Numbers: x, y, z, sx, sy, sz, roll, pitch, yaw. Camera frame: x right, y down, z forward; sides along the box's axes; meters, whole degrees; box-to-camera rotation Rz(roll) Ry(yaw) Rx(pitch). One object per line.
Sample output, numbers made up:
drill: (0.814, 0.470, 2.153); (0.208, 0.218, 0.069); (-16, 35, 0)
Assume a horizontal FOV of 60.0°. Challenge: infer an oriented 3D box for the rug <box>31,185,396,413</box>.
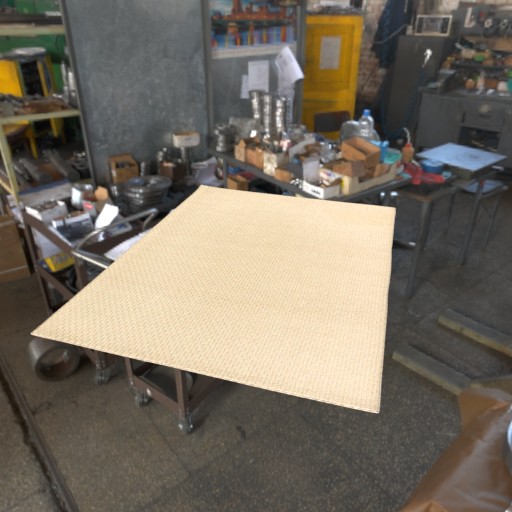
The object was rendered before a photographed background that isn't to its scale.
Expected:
rug: (0.000, 0.000, 3.874); (2.277, 0.035, 2.897); (9, 31, 15)
